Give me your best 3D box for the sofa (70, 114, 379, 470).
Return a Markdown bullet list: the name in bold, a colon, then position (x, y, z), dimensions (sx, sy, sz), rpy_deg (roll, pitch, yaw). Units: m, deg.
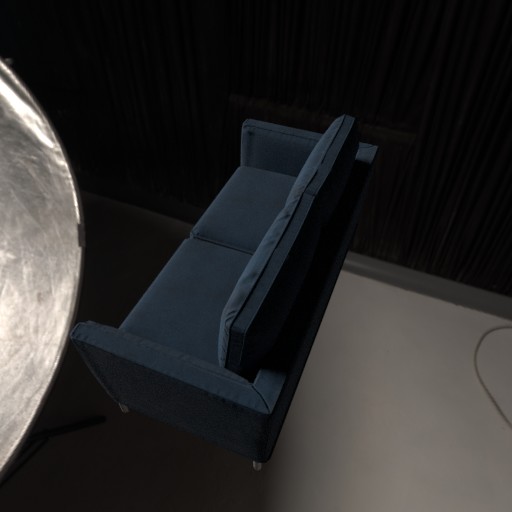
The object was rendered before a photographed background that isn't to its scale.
- **sofa**: position (0.000, 0.000, 2.327), dimensions (0.853, 1.002, 1.770), rpy_deg (17, 49, 15)
